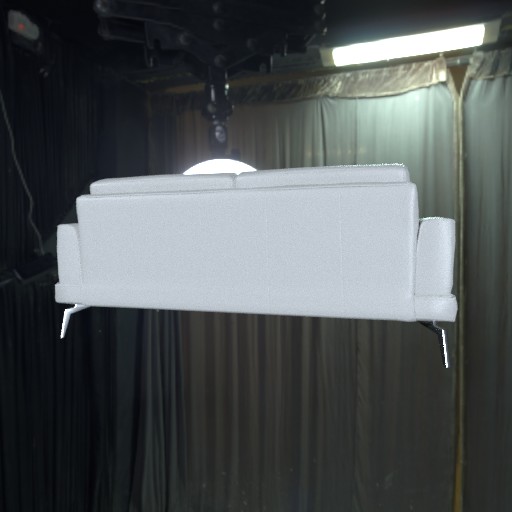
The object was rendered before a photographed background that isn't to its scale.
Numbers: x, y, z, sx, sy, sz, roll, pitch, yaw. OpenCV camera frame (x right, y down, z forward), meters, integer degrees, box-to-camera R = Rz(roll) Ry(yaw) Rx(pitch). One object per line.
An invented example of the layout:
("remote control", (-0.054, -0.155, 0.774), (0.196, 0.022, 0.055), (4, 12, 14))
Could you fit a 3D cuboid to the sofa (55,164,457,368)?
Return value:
("sofa", (0.000, 0.000, 2.729), (2.177, 0.930, 1.121), (0, 2, 17))
